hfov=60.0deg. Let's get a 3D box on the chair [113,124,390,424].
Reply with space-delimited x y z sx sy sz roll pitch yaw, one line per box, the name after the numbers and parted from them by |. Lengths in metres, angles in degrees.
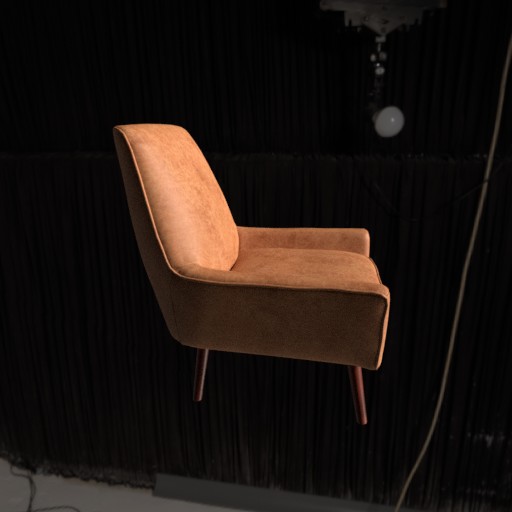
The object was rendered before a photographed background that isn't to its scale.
0.000 0.000 1.546 0.851 0.883 0.753 3 16 9 | chair
